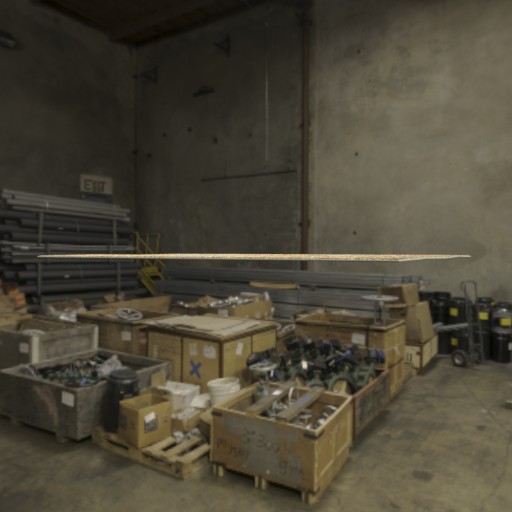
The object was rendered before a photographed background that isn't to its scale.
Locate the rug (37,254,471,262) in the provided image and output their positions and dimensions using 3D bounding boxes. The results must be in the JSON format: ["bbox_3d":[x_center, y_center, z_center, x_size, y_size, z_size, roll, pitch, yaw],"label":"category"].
[{"bbox_3d":[0.000,0.000,3.819,3.063,0.024,2.158,0,1,34],"label":"rug"}]
